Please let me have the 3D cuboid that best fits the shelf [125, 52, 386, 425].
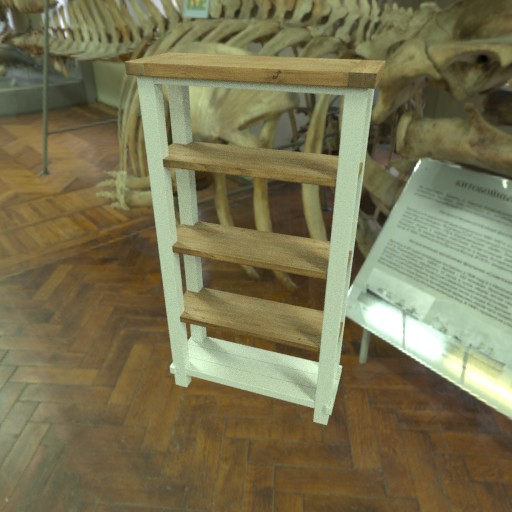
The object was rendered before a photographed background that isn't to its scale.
[{"bbox_3d":[0.000,0.000,2.319,1.022,1.878,0.381,10,32,16],"label":"shelf"}]
